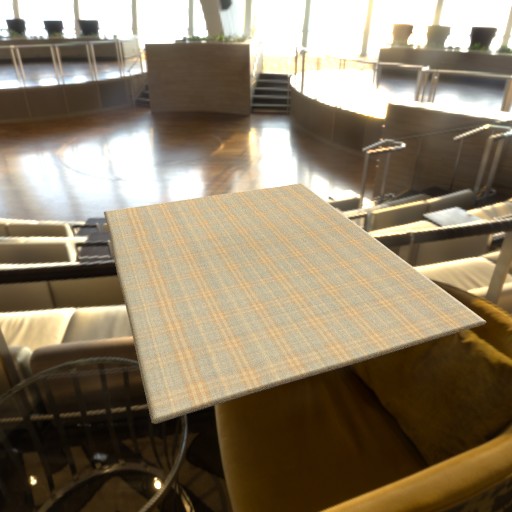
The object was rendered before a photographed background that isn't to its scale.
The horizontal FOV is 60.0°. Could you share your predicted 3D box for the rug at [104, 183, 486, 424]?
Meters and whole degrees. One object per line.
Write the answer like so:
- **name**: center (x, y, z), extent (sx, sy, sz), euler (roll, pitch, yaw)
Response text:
- **rug**: center (0.000, 0.000, 4.107), extent (2.462, 0.030, 3.066), euler (-11, 32, -18)
